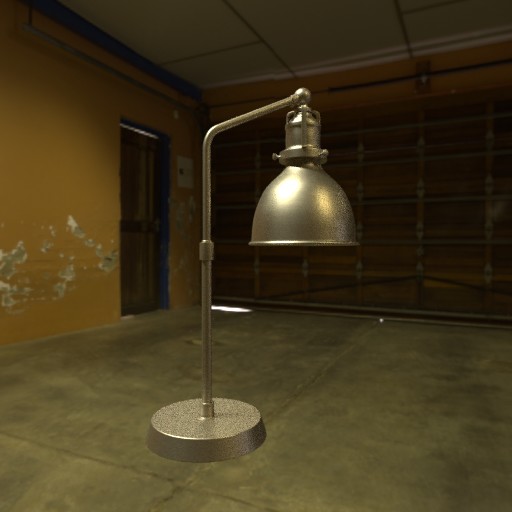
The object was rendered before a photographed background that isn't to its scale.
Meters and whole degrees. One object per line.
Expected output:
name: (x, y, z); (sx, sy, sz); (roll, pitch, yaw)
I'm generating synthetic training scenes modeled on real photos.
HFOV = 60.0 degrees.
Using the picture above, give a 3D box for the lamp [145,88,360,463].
lamp: (0.000, 0.000, 0.586); (0.286, 0.456, 0.153); (0, 1, -19)
